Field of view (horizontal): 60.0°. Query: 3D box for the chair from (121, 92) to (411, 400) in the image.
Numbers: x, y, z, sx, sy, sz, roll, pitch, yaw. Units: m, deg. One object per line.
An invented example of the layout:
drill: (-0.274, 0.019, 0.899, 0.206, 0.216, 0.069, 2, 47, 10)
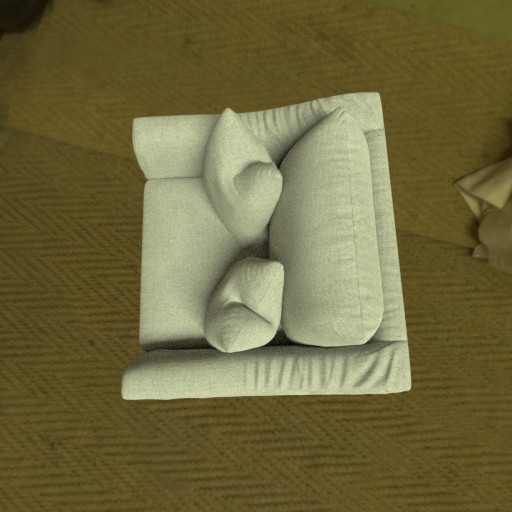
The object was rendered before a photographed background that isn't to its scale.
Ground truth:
chair: (0.000, 0.000, 2.006, 1.071, 1.059, 1.194, -2, 76, 0)
